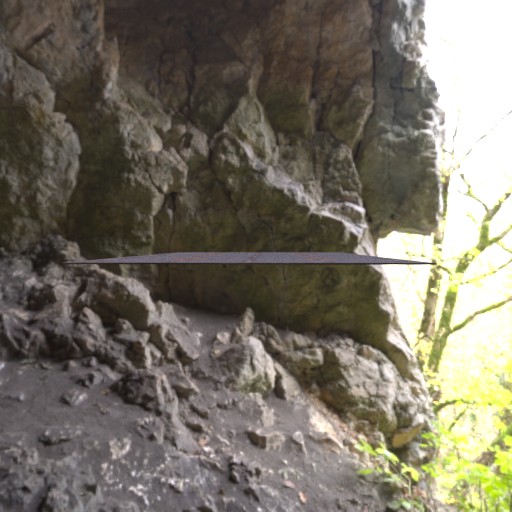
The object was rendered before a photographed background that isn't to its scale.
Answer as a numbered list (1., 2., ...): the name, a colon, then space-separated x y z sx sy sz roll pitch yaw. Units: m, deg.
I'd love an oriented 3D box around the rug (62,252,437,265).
1. rug: 0.000 0.000 2.999 1.515 0.007 2.427 0 1 2
